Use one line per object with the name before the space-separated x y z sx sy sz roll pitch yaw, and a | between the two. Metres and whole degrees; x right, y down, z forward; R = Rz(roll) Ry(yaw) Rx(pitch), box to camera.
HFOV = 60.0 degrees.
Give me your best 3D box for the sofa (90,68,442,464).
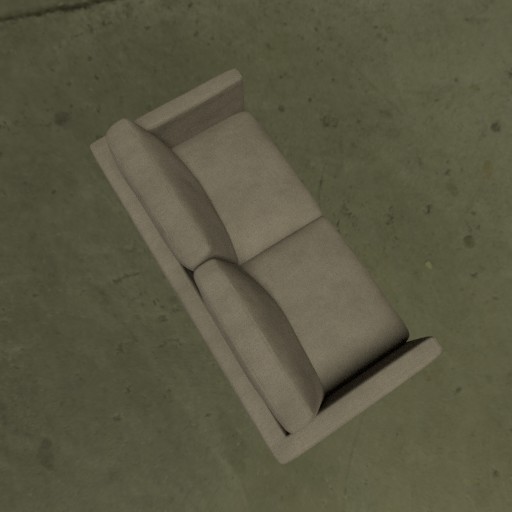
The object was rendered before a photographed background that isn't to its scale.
sofa | 0.000 0.000 2.464 0.950 0.963 1.884 -32 76 -8
